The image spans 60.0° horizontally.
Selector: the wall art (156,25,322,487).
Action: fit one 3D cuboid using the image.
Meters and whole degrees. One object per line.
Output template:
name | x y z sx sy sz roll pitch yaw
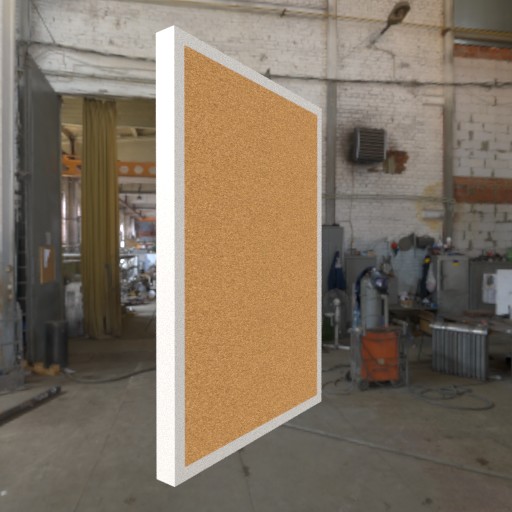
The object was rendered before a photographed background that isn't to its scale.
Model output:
wall art | 0.000 0.000 0.824 0.038 0.657 0.450 0 1 36
